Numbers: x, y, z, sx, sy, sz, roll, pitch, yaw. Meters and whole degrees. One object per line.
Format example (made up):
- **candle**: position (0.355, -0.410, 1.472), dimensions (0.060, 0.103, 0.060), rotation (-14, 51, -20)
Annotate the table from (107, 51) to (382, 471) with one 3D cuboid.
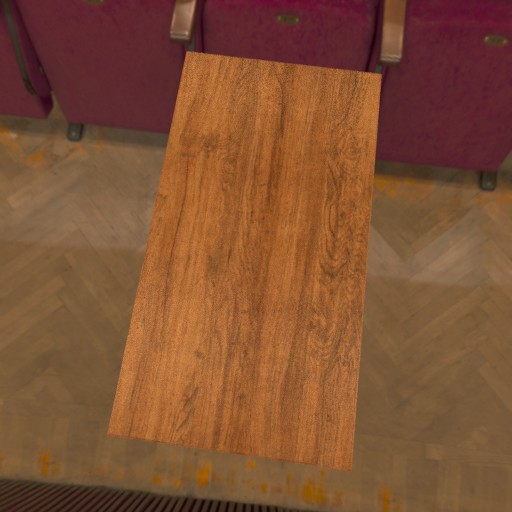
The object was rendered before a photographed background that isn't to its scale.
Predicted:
- **table**: position (0.000, 0.000, 1.481), dimensions (0.635, 0.480, 1.150), rotation (8, 76, 2)
